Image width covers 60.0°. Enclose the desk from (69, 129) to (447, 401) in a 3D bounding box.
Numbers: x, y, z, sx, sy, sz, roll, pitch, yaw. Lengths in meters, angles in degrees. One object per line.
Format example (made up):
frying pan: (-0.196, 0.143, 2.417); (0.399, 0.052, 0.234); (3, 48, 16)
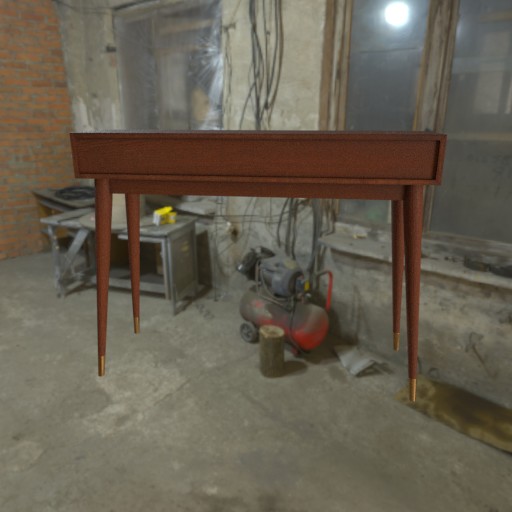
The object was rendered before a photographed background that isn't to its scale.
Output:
desk: (0.000, 0.000, 1.697); (1.204, 0.917, 0.384); (2, 18, 7)
